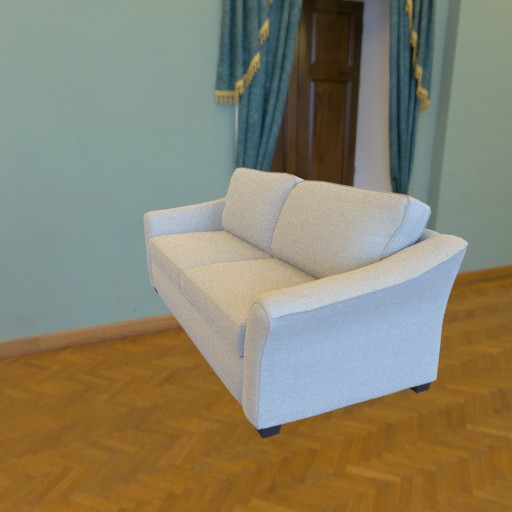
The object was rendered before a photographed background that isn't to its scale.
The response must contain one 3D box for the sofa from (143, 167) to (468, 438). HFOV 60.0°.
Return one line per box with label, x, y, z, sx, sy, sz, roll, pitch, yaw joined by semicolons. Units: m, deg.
sofa;0.000;0.000;2.731;0.980;0.965;2.270;-7;17;-24
